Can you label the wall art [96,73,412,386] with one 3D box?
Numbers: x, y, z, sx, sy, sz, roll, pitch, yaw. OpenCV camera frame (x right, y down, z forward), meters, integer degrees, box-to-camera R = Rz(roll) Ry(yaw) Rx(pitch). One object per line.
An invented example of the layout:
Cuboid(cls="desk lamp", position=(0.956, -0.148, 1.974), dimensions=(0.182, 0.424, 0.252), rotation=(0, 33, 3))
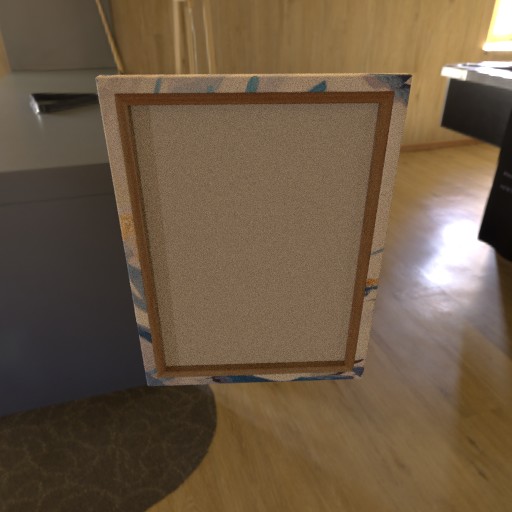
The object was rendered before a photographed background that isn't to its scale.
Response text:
Cuboid(cls="wall art", position=(0.000, 0.000, 1.329), dimensions=(0.761, 1.015, 0.038), rotation=(-1, 30, -2))
